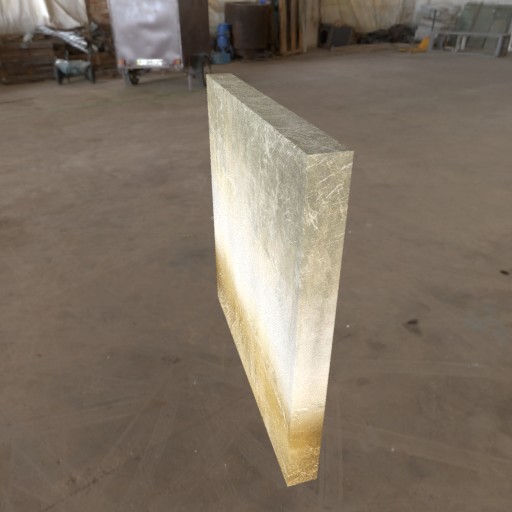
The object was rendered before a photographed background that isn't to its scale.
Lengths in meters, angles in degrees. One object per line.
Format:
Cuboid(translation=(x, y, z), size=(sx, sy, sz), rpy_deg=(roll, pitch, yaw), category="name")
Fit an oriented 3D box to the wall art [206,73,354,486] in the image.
Cuboid(translation=(0.000, 0.000, 0.601), size=(0.038, 0.407, 0.405), rpy_deg=(-8, 31, -14), category="wall art")
